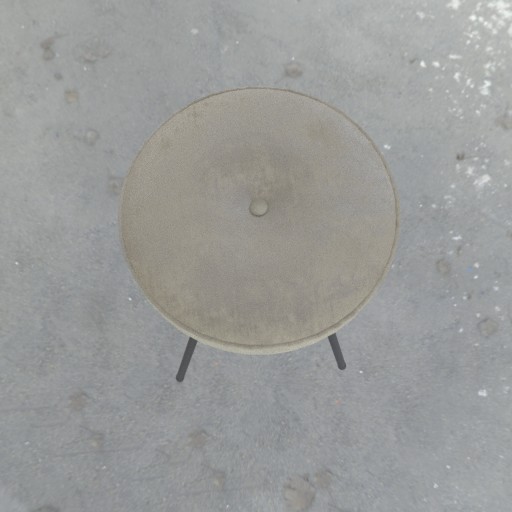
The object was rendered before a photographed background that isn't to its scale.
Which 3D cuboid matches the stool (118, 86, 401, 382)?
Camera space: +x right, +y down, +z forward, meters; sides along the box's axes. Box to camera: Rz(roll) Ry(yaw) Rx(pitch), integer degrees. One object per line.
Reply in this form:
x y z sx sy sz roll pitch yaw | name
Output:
0.000 0.000 0.883 0.423 0.538 0.457 -4 74 -1 | stool
